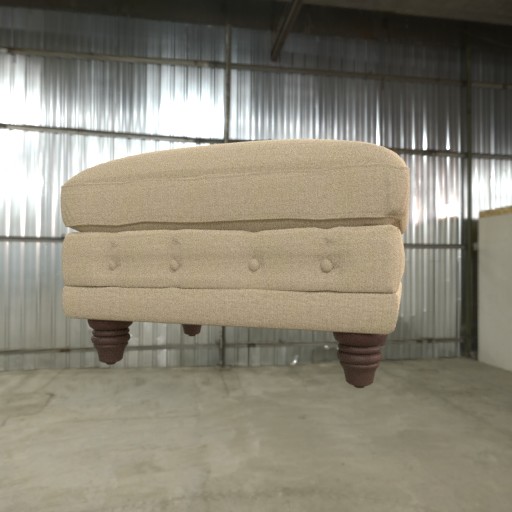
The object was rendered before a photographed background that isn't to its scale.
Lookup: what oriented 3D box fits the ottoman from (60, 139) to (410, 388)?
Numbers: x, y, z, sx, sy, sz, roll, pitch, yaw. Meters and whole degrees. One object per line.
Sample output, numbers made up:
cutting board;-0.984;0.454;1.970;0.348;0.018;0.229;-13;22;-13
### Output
ottoman;0.000;0.000;1.040;0.684;0.463;0.541;0;-1;19
